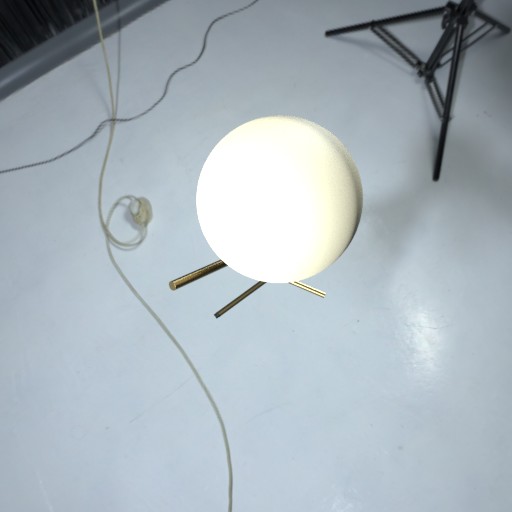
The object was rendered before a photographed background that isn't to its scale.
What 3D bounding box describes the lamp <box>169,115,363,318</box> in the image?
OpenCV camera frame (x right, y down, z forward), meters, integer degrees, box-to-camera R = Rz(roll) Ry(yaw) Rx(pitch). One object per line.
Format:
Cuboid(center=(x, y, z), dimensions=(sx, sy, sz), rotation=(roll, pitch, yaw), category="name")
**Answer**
Cuboid(center=(0.000, 0.000, 0.678), dimensions=(0.251, 0.552, 0.210), rotation=(-36, 79, -8), category="lamp")
